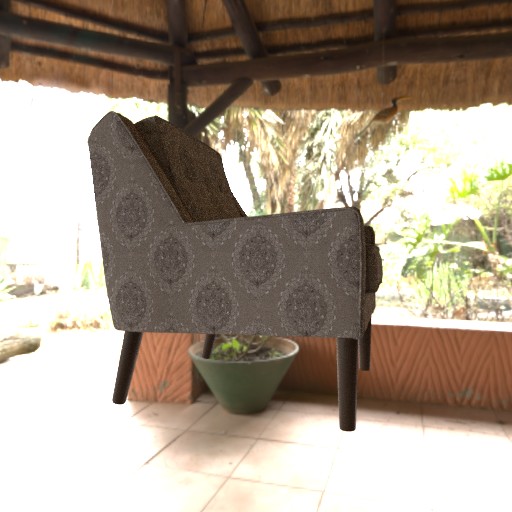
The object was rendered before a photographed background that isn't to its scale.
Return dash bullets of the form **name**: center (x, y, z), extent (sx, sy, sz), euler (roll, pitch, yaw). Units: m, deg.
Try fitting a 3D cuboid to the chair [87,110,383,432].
- **chair**: center (0.000, 0.000, 1.380), extent (0.750, 0.797, 0.665), euler (0, -1, 18)
